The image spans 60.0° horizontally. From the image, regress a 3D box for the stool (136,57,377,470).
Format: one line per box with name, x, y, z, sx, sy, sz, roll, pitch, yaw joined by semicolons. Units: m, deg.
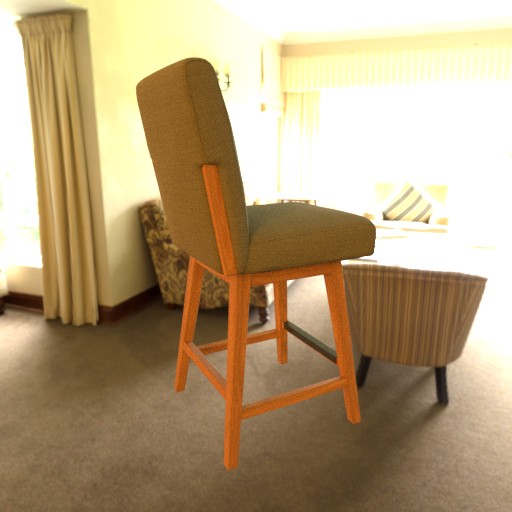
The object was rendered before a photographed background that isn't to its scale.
stool;0.000;0.000;1.331;0.570;1.019;0.459;-8;16;-27
